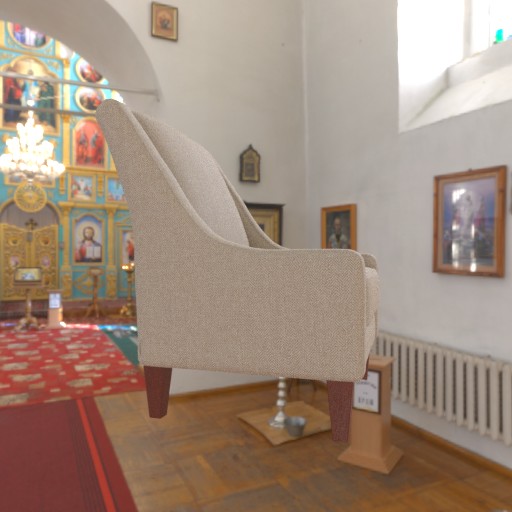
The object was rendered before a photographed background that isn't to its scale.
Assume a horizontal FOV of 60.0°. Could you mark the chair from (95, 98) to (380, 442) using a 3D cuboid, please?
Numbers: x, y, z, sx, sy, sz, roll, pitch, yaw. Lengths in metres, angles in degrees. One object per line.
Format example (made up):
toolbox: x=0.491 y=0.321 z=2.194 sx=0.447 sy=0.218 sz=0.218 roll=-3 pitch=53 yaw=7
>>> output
chair: x=0.000 y=0.000 z=1.648 sx=0.870 sy=1.014 sz=0.774 roll=0 pitch=-1 yaw=18
